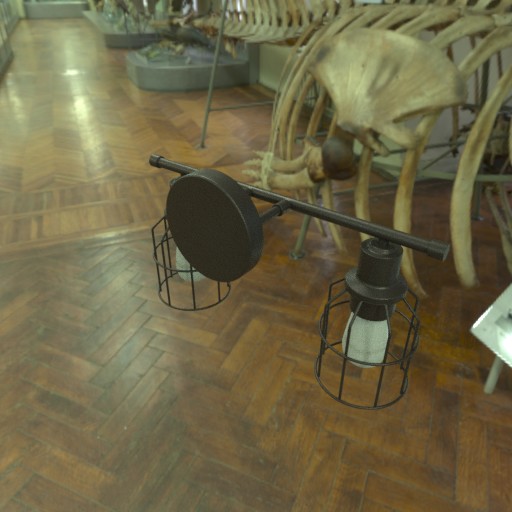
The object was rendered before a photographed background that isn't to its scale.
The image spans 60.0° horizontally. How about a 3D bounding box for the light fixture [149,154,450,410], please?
[{"bbox_3d":[0.000,0.000,0.535,0.406,0.254,0.165,22,38,32],"label":"light fixture"}]
